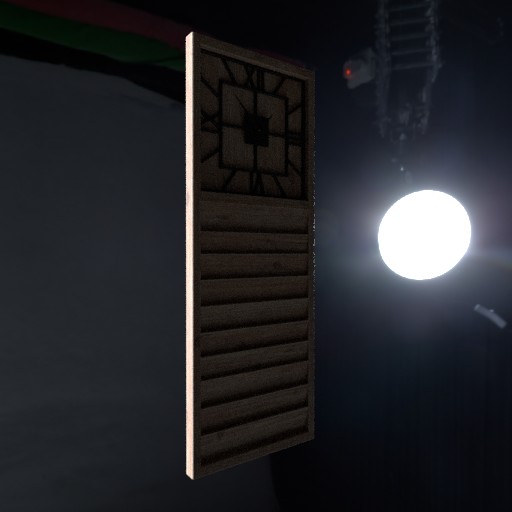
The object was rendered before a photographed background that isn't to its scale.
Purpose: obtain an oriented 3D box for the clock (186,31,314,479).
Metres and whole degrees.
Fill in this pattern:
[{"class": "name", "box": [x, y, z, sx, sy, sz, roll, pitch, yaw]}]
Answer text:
[{"class": "clock", "box": [0.000, 0.000, 1.072, 0.361, 0.965, 0.030, 0, 1, -36]}]
